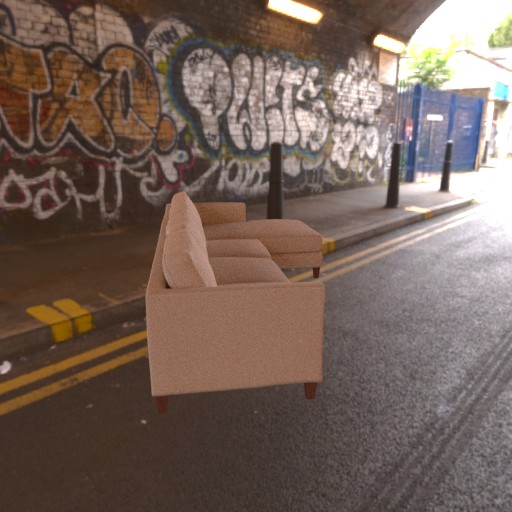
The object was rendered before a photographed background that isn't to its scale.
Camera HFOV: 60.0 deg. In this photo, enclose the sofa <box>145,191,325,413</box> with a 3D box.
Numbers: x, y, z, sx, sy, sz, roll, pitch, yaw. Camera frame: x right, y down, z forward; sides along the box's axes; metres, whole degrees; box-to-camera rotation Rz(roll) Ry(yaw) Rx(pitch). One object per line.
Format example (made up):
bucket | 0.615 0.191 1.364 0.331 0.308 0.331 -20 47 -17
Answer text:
sofa | 0.000 0.000 3.865 1.625 0.861 3.186 -2 15 -9
